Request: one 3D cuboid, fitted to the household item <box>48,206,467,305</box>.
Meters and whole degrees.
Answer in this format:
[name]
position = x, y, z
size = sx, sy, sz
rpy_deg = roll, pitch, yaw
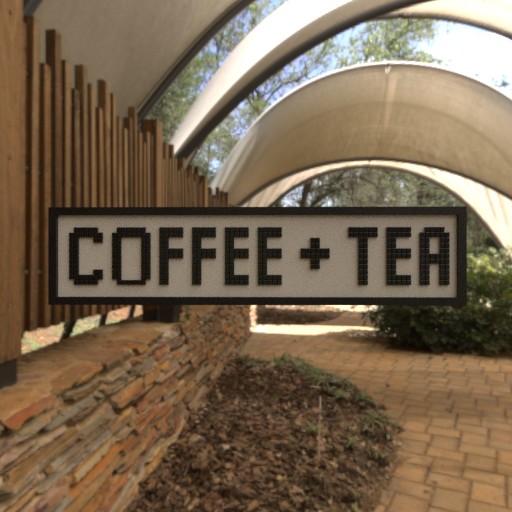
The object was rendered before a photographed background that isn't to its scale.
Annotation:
[household item]
position = 0.000, 0.000, 1.075
size = 1.001, 0.236, 0.030
rpy_deg = 0, 0, 1
